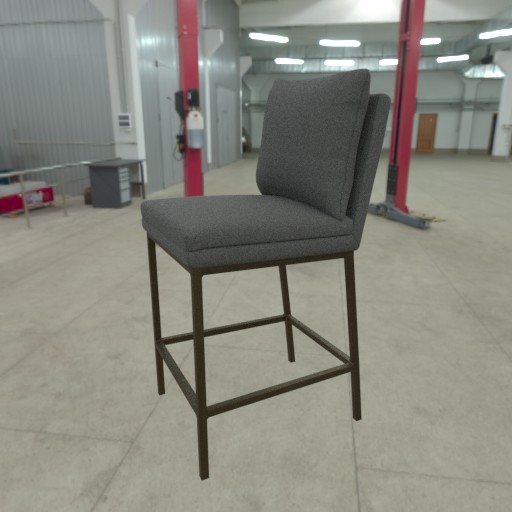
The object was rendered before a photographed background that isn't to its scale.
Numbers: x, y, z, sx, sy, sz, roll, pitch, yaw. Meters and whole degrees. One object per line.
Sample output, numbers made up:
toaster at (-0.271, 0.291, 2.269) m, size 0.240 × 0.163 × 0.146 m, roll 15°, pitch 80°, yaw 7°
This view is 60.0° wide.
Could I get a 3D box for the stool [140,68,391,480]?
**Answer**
stool at (0.000, 0.000, 1.311) m, size 0.569 × 1.030 × 0.463 m, roll -8°, pitch 18°, yaw -25°
